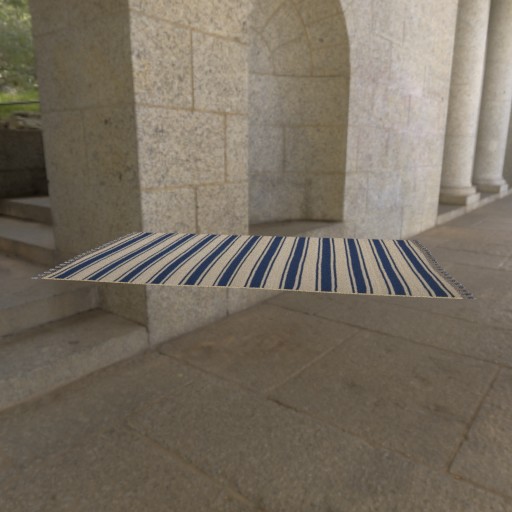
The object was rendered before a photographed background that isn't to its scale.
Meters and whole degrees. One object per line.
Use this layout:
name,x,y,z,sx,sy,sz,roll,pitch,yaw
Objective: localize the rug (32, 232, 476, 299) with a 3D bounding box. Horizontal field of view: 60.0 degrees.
rug,0.000,0.000,2.641,2.108,0.009,1.248,2,14,8
